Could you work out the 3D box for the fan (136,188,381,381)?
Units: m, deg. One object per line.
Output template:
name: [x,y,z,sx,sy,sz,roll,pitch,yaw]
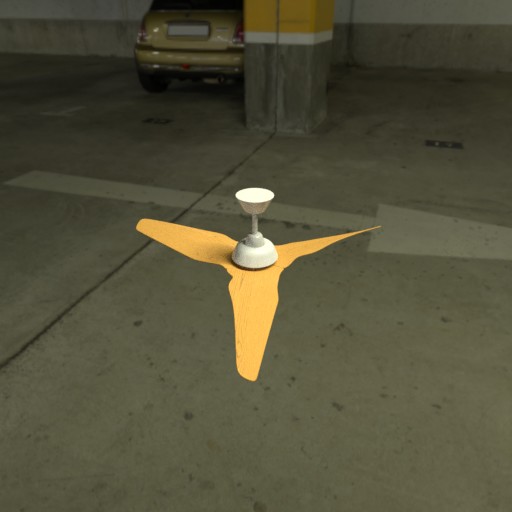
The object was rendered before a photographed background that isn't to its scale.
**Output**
fan: [0.000,0.000,1.617,1.142,0.355,1.010,0,30,1]
